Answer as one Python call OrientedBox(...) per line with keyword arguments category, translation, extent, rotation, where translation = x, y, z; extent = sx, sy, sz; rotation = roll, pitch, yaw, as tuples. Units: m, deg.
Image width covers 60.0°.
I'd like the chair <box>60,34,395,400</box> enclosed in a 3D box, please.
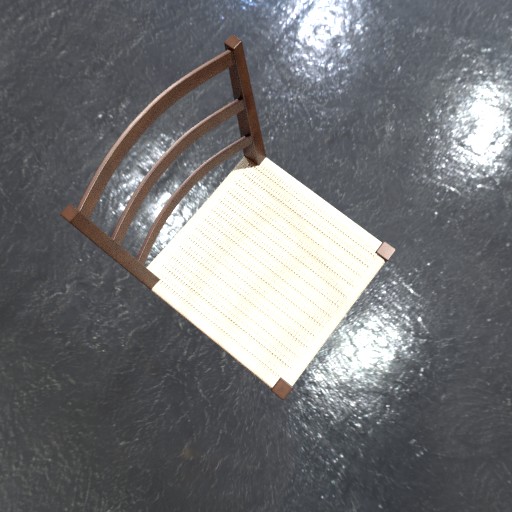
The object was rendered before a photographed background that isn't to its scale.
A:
OrientedBox(category="chair", translation=(0.000, 0.000, 1.156), extent=(0.551, 0.813, 0.480), rotation=(38, 79, 9))
